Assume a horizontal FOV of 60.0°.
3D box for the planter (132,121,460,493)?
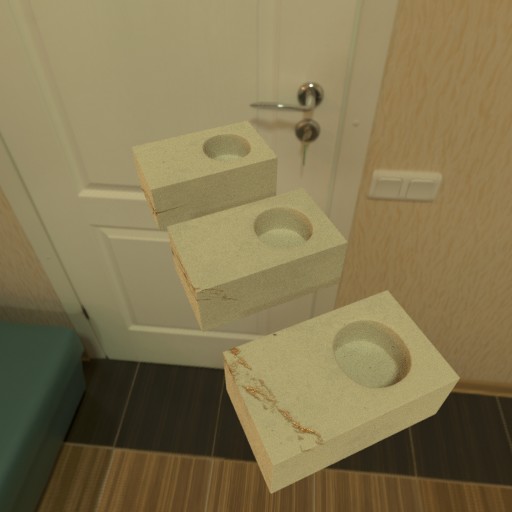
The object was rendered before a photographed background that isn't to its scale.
[{"bbox_3d":[0.000,0.000,0.377,0.127,0.051,0.333,-18,49,-16],"label":"planter"}]
